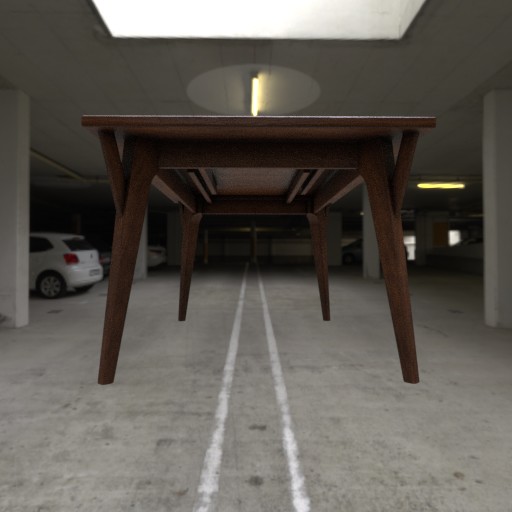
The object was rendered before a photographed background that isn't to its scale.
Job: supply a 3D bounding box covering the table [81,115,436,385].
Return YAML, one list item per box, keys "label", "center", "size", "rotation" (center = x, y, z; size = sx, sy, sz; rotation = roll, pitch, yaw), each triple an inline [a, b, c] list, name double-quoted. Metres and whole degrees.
- label: "table"
  center: [0.000, 0.000, 1.991]
  size: [0.990, 0.761, 1.524]
  rotation: [0, -1, -1]
